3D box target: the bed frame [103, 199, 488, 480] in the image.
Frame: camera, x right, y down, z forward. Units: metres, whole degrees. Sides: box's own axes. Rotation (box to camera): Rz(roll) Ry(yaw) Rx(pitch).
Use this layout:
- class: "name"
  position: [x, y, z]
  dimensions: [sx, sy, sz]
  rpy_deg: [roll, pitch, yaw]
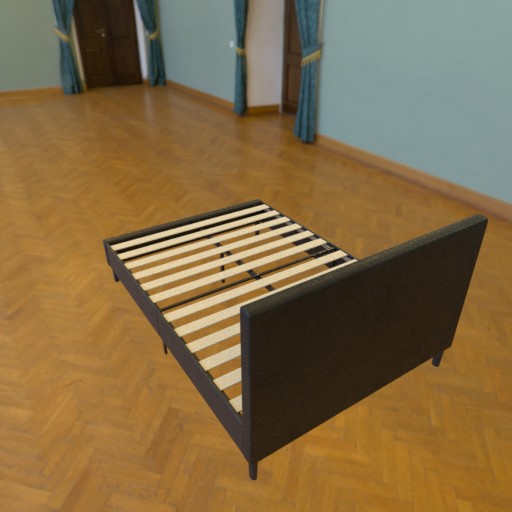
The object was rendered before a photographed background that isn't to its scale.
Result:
- class: "bed frame"
  position: [0.000, 0.000, 2.972]
  dimensions: [1.469, 1.046, 2.152]
  rpy_deg: [-18, 35, -28]
